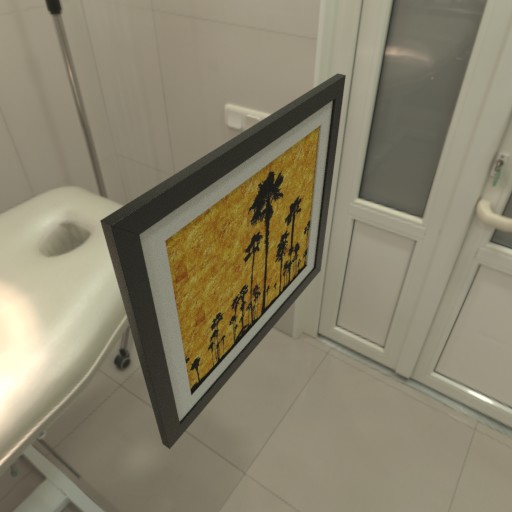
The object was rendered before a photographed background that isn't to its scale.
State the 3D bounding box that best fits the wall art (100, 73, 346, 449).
[{"bbox_3d":[0.000,0.000,0.544,0.012,0.332,0.383,24,46,25],"label":"wall art"}]
